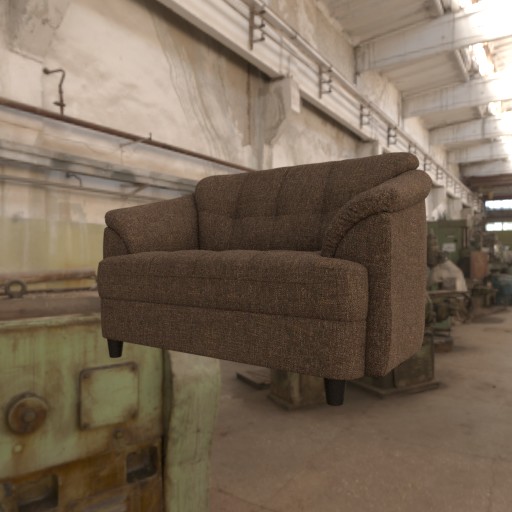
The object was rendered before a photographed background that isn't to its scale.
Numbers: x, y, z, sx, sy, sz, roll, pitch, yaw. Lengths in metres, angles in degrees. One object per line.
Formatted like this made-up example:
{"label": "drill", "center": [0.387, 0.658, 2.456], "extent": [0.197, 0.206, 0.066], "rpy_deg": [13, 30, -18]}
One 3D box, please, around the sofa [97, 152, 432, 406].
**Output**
{"label": "sofa", "center": [0.000, 0.000, 1.934], "extent": [1.404, 0.895, 0.799], "rpy_deg": [0, 1, 35]}
